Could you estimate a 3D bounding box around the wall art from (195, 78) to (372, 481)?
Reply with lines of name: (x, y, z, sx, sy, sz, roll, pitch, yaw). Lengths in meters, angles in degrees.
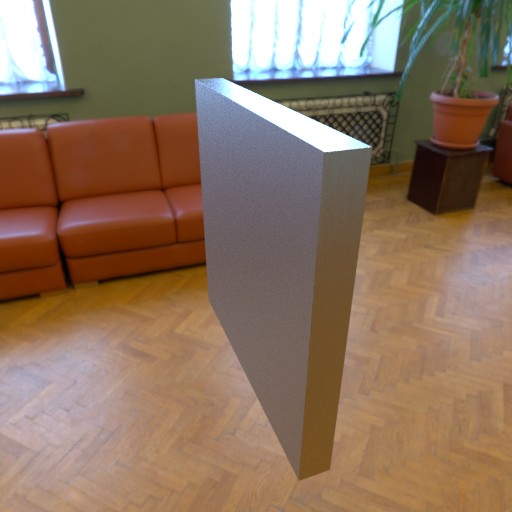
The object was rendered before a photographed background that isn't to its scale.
wall art: (0.000, 0.000, 0.526, 0.038, 0.350, 0.350, -11, 31, -18)
